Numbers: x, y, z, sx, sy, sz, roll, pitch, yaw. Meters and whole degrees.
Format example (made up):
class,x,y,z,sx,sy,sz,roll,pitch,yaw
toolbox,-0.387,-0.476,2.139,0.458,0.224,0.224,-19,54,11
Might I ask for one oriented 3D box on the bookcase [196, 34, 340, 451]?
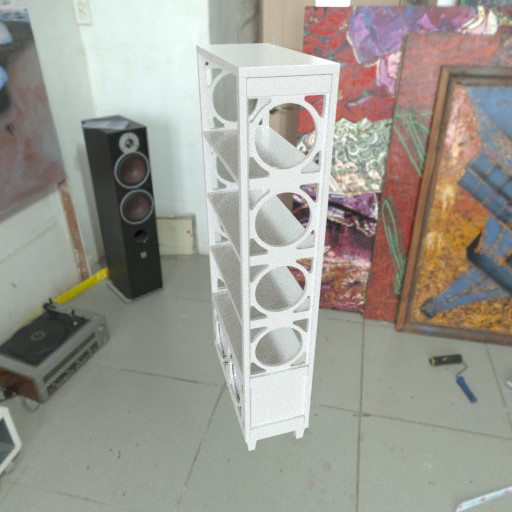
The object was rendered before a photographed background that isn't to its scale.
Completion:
class,x,y,z,sx,sy,sz,roll,pitch,yaw
bookcase,0.000,0.000,2.134,0.361,1.869,0.761,-8,31,-14
